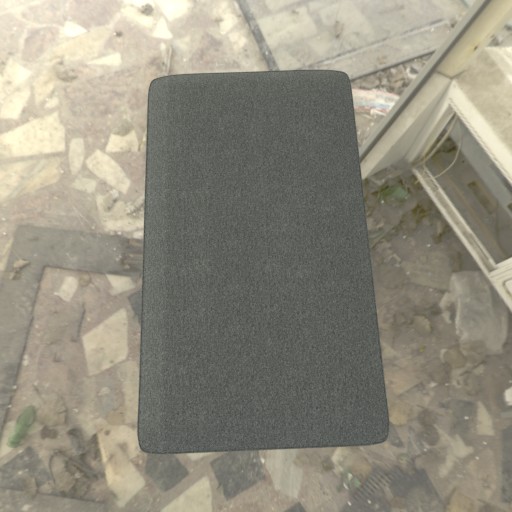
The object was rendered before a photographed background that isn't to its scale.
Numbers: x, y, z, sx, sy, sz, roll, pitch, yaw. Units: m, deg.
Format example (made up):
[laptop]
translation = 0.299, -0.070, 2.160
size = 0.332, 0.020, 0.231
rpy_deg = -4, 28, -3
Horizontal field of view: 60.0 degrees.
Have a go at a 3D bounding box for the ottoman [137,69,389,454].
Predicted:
[ottoman]
translation = 0.000, 0.000, 1.508
size = 0.681, 0.494, 1.173
rpy_deg = -2, 74, -1
